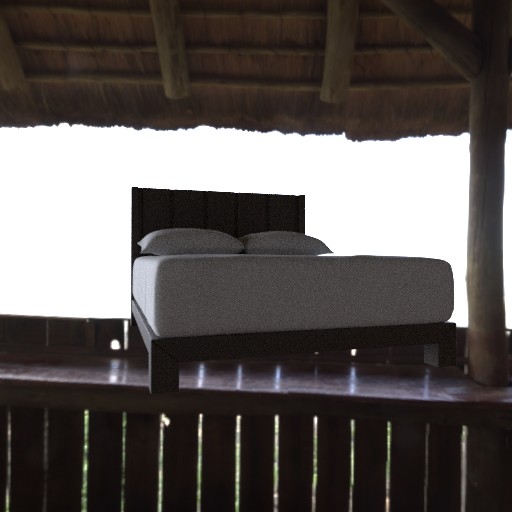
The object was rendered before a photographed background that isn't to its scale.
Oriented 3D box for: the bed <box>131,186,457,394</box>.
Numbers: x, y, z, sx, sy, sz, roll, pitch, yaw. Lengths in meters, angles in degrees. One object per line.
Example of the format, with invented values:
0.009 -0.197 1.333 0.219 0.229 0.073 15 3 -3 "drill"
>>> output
0.000 0.000 3.333 1.727 1.270 2.242 0 0 -18 "bed"
